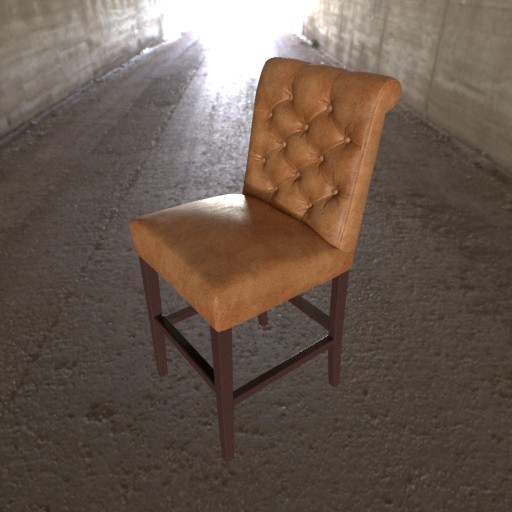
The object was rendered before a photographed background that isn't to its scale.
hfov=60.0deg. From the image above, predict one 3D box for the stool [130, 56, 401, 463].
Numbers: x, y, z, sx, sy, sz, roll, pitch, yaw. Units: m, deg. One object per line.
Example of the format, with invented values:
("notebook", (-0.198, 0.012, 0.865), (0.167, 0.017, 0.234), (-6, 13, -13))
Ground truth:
("stool", (0.000, 0.000, 1.365), (0.601, 1.047, 0.493), (-22, 38, -31))
